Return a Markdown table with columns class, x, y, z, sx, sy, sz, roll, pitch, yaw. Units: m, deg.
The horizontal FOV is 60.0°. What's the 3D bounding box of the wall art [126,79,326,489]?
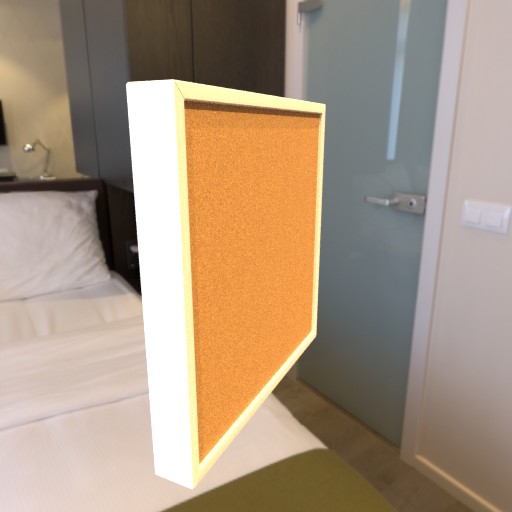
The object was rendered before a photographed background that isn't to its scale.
| class | x | y | z | sx | sy | sz | roll | pitch | yaw |
| --- | --- | --- | --- | --- | --- | --- | --- | --- | --- |
| wall art | 0.000 | 0.000 | 0.449 | 0.038 | 0.305 | 0.305 | 8 | 18 | 25 |
